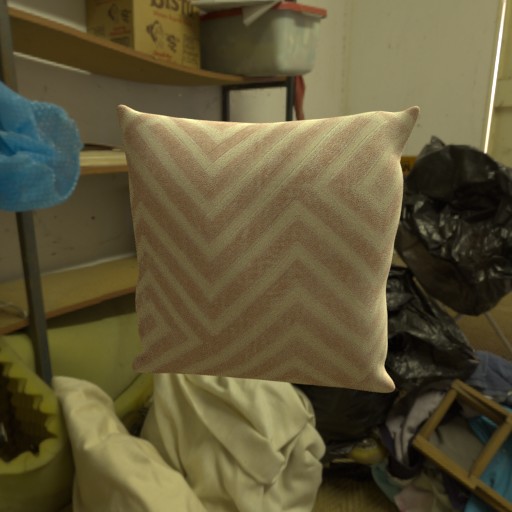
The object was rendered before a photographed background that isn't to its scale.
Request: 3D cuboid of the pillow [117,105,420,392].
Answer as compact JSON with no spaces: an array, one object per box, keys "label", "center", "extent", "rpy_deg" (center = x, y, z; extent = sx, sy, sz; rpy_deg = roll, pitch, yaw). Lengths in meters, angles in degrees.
[{"label":"pillow","center":[0.000,0.000,0.673],"extent":[0.440,0.441,0.182],"rpy_deg":[3,15,10]}]
